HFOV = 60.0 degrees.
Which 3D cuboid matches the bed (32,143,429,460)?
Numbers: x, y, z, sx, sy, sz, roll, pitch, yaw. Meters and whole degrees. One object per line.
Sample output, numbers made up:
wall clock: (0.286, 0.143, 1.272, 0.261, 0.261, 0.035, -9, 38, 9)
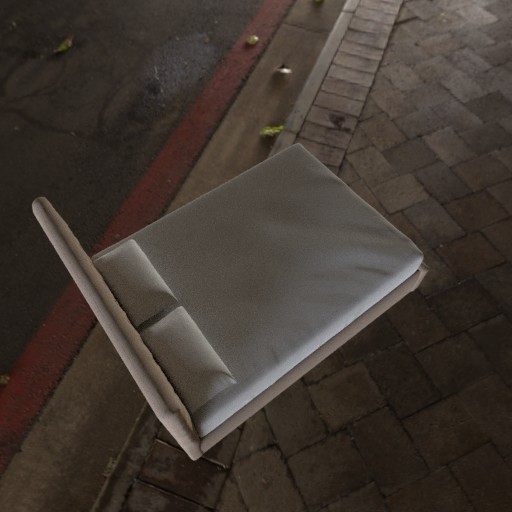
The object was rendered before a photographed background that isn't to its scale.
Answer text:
bed: (0.000, 0.000, 3.436, 2.387, 1.427, 1.698, -32, 63, -19)
